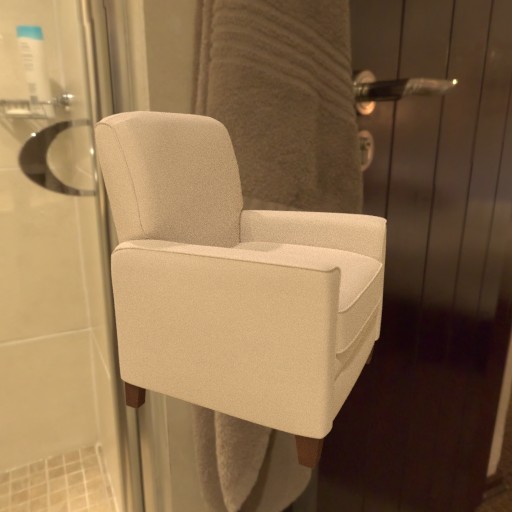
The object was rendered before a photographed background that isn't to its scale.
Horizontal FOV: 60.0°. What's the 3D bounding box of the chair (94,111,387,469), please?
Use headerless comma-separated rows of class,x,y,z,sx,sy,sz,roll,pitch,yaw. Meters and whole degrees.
chair,0.000,0.000,1.647,0.858,1.028,0.841,7,17,25
